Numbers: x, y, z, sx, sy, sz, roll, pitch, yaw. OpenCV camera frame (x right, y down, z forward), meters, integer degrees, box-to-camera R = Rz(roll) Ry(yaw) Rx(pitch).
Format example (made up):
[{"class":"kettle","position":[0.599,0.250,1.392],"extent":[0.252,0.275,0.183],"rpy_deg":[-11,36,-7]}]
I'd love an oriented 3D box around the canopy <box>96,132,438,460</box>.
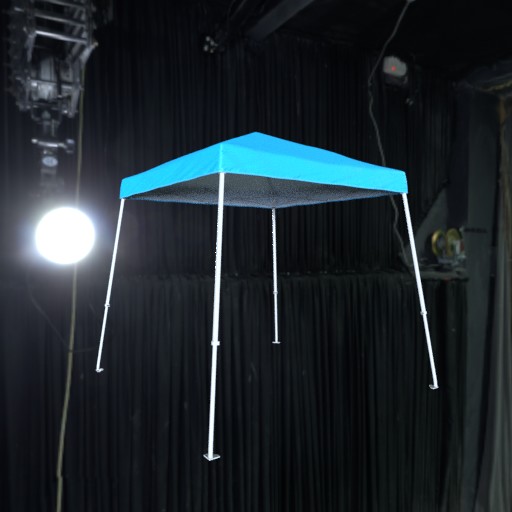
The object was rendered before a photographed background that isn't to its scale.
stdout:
[{"class":"canopy","position":[0.000,0.000,5.132],"extent":[2.848,2.849,2.849],"rpy_deg":[-1,1,-35]}]
